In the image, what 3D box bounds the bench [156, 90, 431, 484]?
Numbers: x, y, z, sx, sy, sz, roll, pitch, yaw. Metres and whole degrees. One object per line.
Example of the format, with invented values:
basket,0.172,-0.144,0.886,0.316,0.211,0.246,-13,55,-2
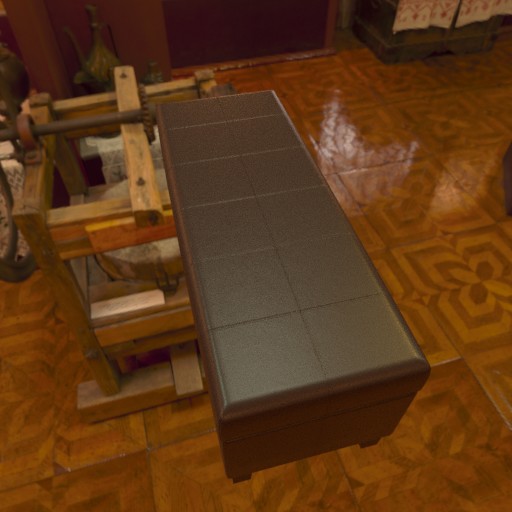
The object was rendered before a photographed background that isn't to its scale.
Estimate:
bench,0.000,0.000,1.305,0.429,0.457,1.092,-11,49,-9
